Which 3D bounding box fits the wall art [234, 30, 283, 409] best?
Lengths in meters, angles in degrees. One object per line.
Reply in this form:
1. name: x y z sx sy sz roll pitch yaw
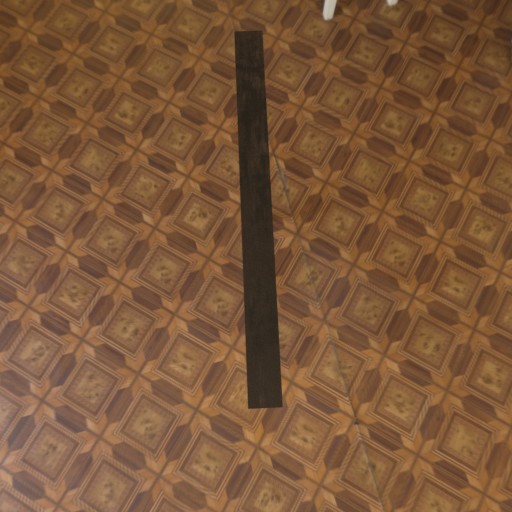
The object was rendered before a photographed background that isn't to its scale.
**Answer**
1. wall art: 0.000 0.000 0.566 0.027 0.406 0.329 -2 77 -1
